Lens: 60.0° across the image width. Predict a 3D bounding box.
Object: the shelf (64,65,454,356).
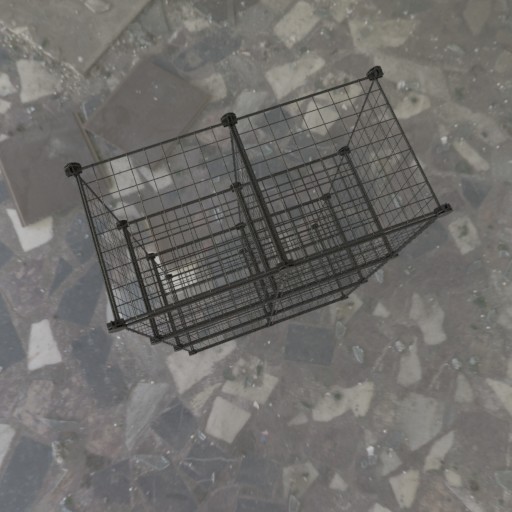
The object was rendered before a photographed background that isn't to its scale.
[{"bbox_3d":[0.000,0.000,1.400,0.711,1.067,0.356,-19,76,-5],"label":"shelf"}]
